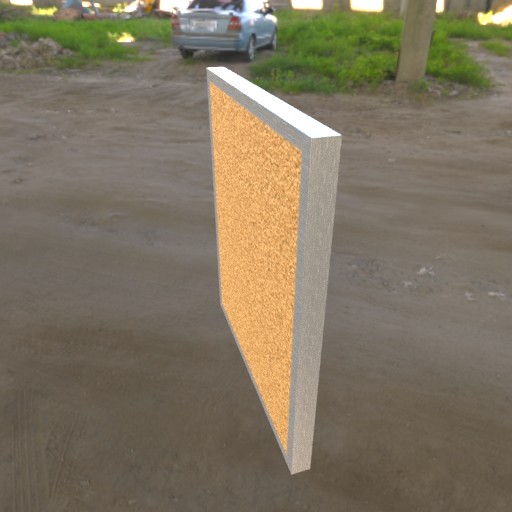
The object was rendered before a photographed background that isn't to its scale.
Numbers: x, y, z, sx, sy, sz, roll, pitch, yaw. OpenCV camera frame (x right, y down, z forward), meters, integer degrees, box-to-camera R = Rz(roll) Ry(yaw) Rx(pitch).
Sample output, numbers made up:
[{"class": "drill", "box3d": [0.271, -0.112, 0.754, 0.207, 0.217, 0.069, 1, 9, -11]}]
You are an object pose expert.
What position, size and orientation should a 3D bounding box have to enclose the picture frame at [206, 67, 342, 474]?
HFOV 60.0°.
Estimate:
[{"class": "picture frame", "box3d": [0.000, 0.000, 0.534, 0.027, 0.378, 0.327, -9, 32, -15]}]
